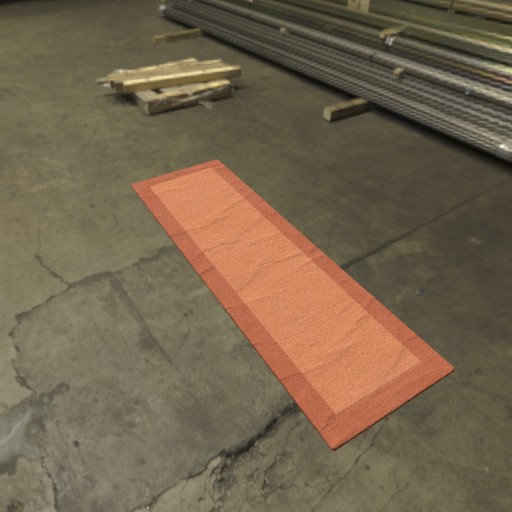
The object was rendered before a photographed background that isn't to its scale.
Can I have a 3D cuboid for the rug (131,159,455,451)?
[{"bbox_3d":[0.000,0.000,2.758,0.914,0.013,2.471,-25,47,-26],"label":"rug"}]
